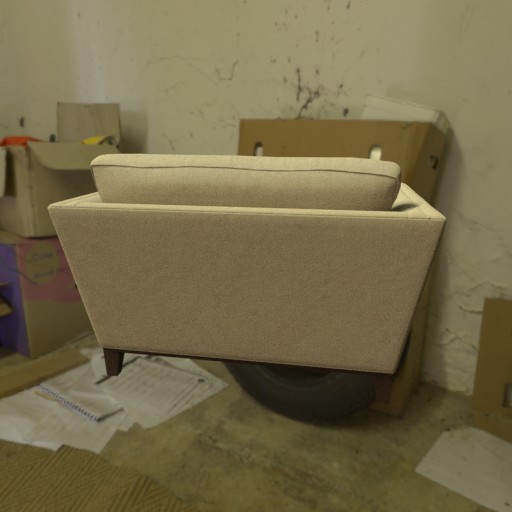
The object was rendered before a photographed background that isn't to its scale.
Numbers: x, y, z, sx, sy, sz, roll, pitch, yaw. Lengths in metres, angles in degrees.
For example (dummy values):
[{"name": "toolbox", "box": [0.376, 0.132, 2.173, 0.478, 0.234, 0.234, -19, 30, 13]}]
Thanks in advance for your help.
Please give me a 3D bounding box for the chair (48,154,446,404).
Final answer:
[{"name": "chair", "box": [0.000, 0.000, 2.043, 1.397, 0.940, 0.965, 3, 16, 10]}]
